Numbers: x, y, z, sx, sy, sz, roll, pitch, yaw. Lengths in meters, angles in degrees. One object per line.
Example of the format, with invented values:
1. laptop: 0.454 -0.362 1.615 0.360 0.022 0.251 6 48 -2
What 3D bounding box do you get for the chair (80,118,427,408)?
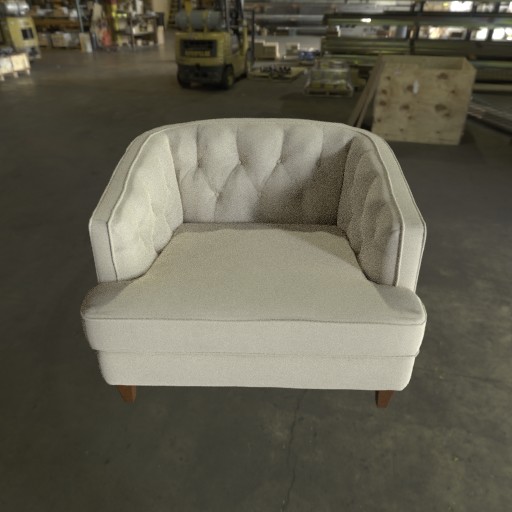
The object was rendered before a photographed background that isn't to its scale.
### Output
1. chair: 0.000 0.000 1.751 1.104 0.852 0.941 1 31 1
